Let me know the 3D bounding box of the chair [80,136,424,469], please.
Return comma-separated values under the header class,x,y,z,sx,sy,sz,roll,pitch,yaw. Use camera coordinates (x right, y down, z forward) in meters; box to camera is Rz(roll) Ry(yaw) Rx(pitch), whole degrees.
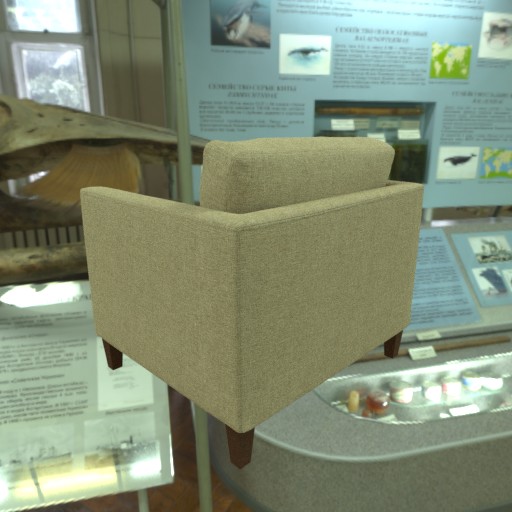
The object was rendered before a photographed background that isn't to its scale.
class,x,y,z,sx,sy,sz,roll,pitch,yaw
chair,0.000,0.000,1.876,0.959,0.987,1.107,16,23,43
